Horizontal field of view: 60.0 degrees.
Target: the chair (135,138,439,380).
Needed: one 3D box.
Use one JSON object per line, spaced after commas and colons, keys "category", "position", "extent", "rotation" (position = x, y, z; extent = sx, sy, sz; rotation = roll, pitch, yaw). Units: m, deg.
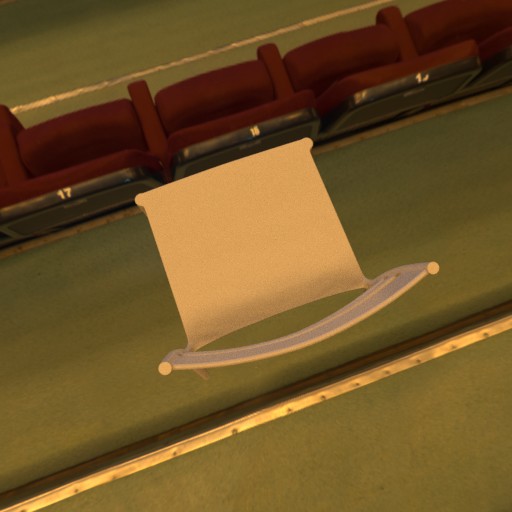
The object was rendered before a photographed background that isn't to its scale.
{"category": "chair", "position": [0.000, 0.000, 1.125], "extent": [0.531, 0.800, 0.511], "rotation": [-20, 77, -5]}
